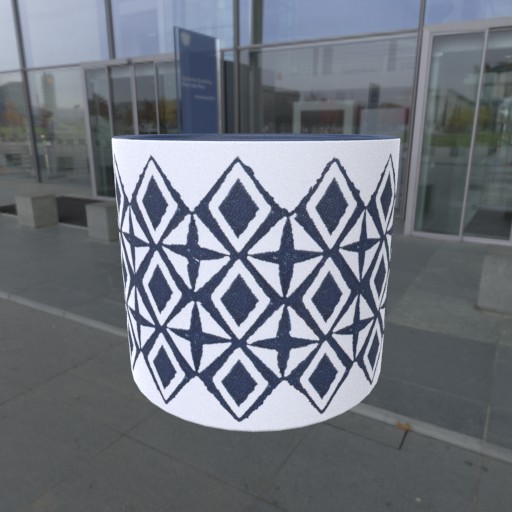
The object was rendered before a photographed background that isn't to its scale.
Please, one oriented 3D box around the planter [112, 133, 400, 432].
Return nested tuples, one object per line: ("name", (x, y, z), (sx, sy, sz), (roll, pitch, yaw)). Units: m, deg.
("planter", (0.000, 0.000, 0.386), (0.224, 0.203, 0.224), (0, 16, 0))
